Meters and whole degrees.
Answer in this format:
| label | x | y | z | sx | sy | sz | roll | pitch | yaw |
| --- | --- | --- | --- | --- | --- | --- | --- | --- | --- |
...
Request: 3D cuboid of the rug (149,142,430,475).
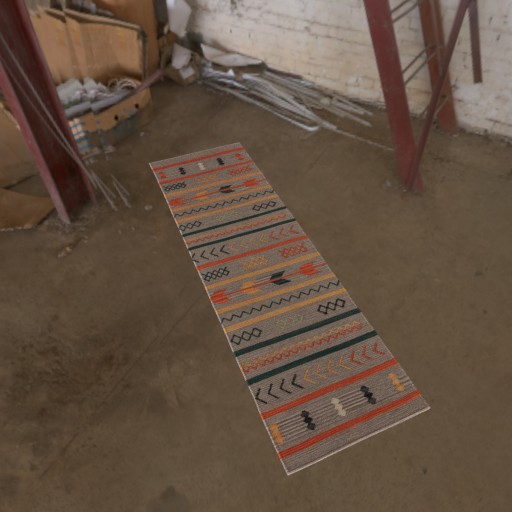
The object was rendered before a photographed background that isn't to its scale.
| label | x | y | z | sx | sy | sz | roll | pitch | yaw |
| --- | --- | --- | --- | --- | --- | --- | --- | --- | --- |
| rug | 0.000 | 0.000 | 2.715 | 0.744 | 0.022 | 2.419 | -17 | 49 | -16 |
